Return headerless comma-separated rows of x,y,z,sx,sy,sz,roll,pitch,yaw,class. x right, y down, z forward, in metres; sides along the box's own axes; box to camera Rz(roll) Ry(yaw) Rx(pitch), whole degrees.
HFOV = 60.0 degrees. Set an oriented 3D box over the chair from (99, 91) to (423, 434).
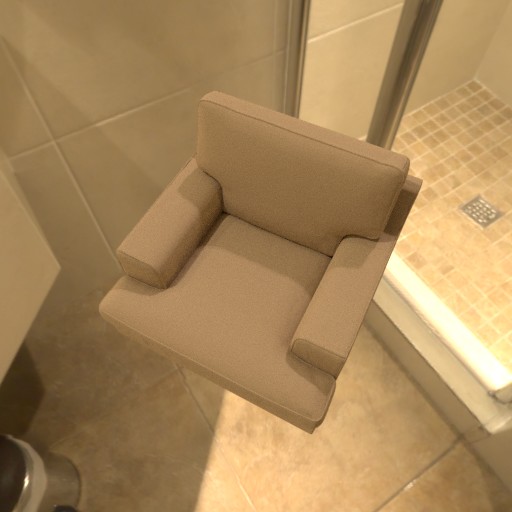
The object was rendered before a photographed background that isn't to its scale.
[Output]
0.000,0.000,2.160,1.293,1.005,1.274,17,59,10,chair
